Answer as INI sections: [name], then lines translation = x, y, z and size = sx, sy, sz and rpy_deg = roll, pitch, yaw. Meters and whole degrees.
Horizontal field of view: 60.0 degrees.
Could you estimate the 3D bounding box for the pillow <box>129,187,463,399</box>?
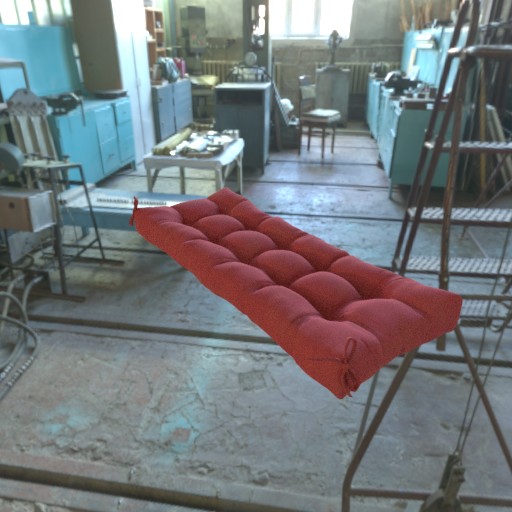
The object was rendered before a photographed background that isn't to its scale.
[pillow]
translation = 0.000, 0.000, 1.418
size = 0.511, 0.174, 1.194
rpy_deg = -18, 32, -32
